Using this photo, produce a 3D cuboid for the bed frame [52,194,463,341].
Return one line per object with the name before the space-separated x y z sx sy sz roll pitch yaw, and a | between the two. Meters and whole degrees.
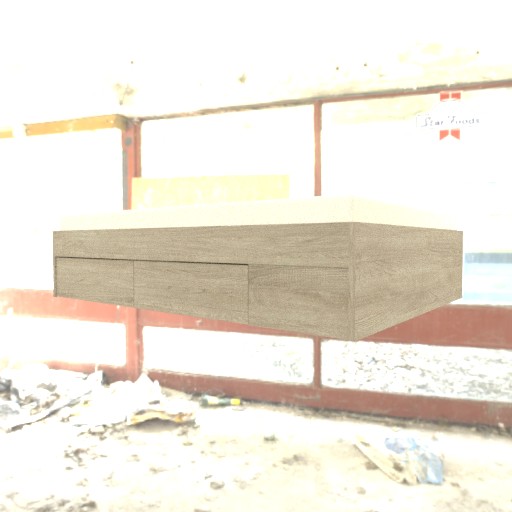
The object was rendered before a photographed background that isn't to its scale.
bed frame | 0.000 0.000 2.619 1.944 0.490 1.448 1 2 38
